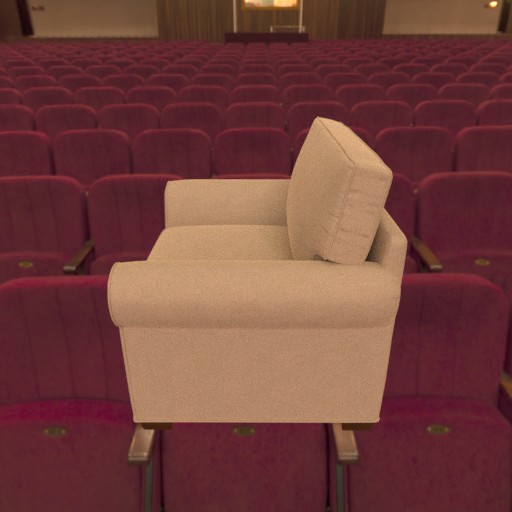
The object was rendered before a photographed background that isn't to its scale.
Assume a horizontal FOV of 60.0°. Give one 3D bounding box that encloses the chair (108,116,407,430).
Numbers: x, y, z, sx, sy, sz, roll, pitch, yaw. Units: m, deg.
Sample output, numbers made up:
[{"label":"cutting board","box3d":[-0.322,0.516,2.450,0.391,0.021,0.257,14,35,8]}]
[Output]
[{"label":"chair","box3d":[0.000,0.000,1.741,0.863,0.955,1.040,0,26,0]}]
